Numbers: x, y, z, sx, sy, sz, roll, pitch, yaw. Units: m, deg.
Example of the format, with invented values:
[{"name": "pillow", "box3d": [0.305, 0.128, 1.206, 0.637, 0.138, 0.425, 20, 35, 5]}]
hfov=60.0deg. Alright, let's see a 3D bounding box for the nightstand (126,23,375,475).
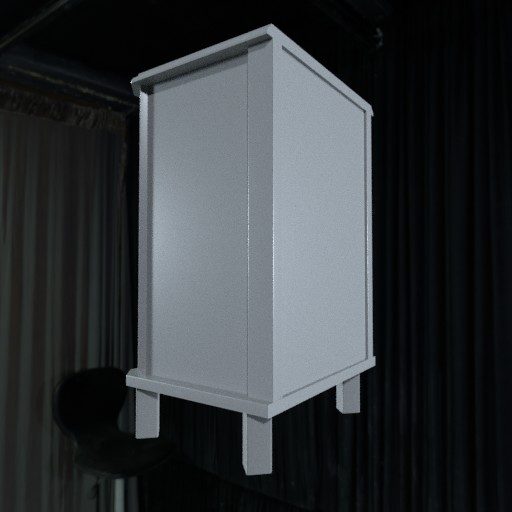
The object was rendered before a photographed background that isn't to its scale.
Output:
[{"name": "nightstand", "box3d": [0.000, 0.000, 0.921, 0.348, 0.680, 0.435, -1, -2, 35]}]
